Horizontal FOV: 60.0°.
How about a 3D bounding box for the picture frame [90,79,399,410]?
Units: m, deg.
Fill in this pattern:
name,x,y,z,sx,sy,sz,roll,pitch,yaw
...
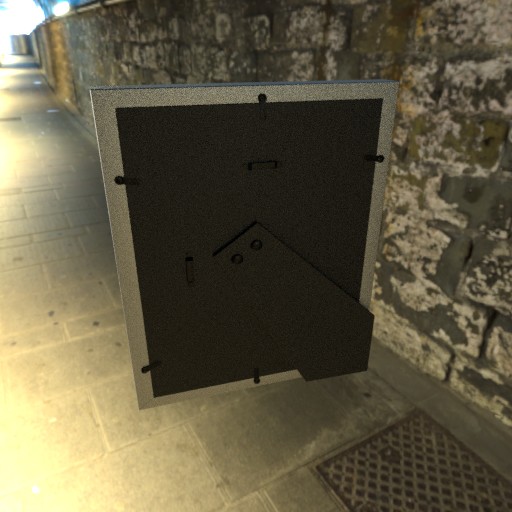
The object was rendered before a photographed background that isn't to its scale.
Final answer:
name,x,y,z,sx,sy,sz,roll,pitch,yaw
picture frame,0.000,0.000,0.389,0.233,0.282,0.036,-7,27,-15
